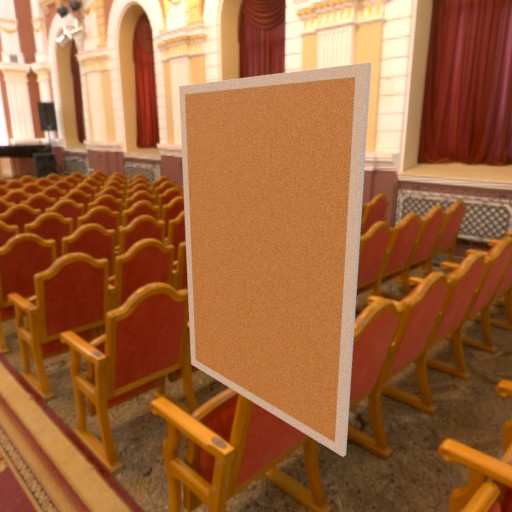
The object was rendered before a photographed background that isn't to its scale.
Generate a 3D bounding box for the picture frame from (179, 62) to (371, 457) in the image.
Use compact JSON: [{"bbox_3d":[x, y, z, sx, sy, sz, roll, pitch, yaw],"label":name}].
[{"bbox_3d":[0.000,0.000,1.246,0.013,0.940,0.659,-15,21,-42],"label":"picture frame"}]
